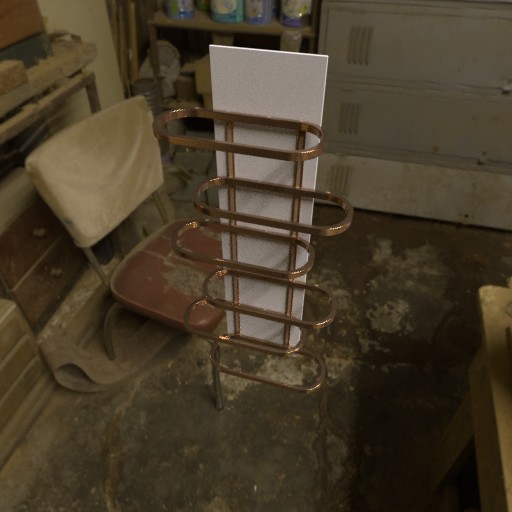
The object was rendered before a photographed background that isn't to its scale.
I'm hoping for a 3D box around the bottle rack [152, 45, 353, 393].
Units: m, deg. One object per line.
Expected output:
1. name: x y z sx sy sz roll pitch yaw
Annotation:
1. bottle rack: 0.000 0.000 0.846 0.332 0.709 0.118 11 42 13
